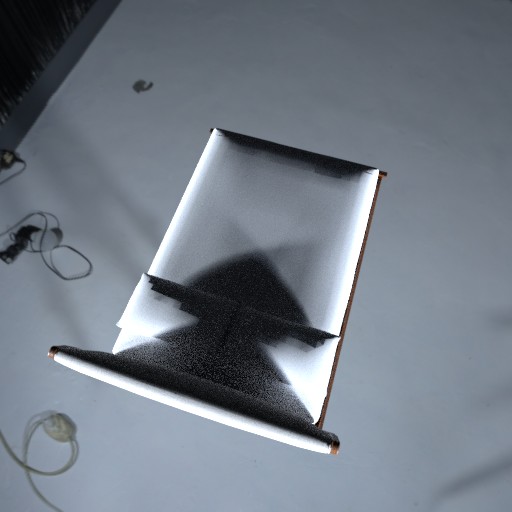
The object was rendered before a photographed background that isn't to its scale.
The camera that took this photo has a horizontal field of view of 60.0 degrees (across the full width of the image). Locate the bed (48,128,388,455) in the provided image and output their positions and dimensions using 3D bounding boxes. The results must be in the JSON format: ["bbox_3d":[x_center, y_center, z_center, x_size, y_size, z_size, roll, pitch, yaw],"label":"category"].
[{"bbox_3d":[0.000,0.000,3.240,1.612,1.250,2.380,16,66,7],"label":"bed"}]
